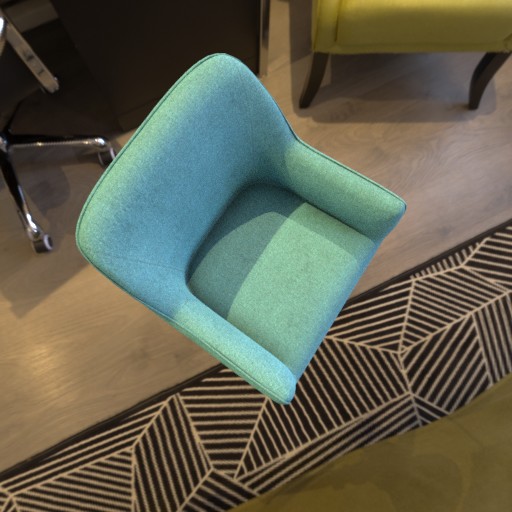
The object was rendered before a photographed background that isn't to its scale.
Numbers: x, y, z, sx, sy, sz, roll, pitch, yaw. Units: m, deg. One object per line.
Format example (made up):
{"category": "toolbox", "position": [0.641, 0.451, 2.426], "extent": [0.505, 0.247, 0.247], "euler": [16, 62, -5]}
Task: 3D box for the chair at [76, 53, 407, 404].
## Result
{"category": "chair", "position": [0.000, 0.000, 1.153], "extent": [0.519, 0.803, 0.543], "euler": [32, 79, 7]}
